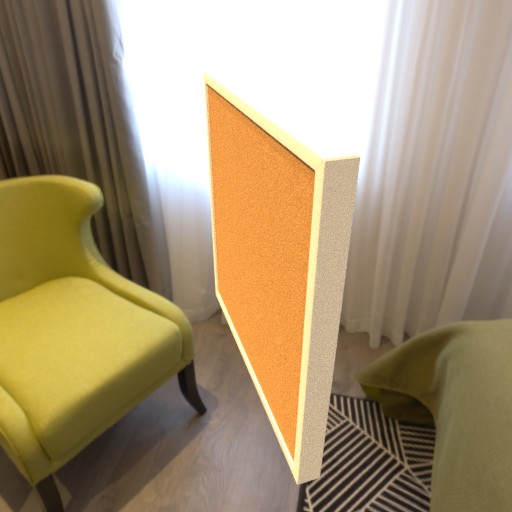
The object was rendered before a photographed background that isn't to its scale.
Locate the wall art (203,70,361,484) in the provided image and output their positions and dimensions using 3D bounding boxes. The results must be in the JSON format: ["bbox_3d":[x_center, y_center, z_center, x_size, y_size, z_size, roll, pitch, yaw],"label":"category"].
[{"bbox_3d":[0.000,0.000,0.744,0.038,0.508,0.508,-10,33,-16],"label":"wall art"}]
